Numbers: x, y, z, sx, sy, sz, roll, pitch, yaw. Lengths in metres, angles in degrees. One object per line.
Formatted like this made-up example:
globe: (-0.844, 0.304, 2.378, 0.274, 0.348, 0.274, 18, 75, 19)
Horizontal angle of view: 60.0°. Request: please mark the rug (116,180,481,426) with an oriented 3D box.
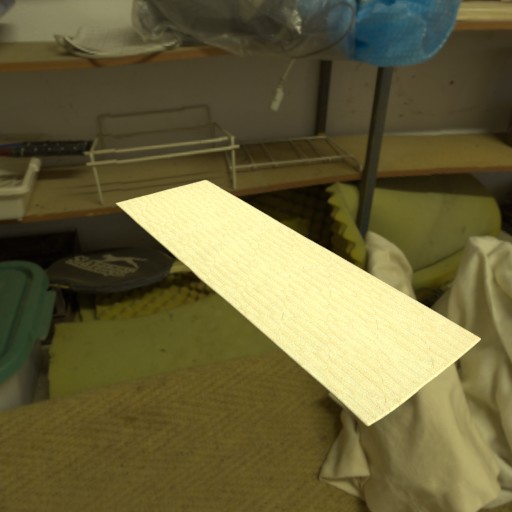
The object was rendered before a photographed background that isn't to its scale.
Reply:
rug: (0.000, 0.000, 2.670, 0.793, 0.014, 2.450, -21, 37, -31)
